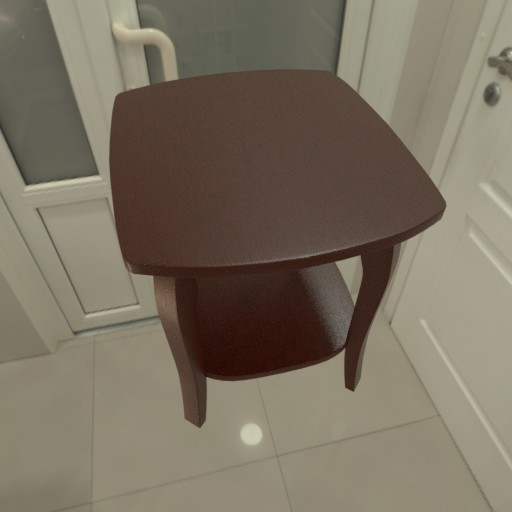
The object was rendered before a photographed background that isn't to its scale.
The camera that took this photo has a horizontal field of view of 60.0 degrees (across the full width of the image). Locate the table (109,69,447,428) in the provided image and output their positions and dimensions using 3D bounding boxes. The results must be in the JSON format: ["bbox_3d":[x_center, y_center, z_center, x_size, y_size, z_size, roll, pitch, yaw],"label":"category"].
[{"bbox_3d":[0.000,0.000,0.846,0.433,0.496,0.502,-10,47,-9],"label":"table"}]
